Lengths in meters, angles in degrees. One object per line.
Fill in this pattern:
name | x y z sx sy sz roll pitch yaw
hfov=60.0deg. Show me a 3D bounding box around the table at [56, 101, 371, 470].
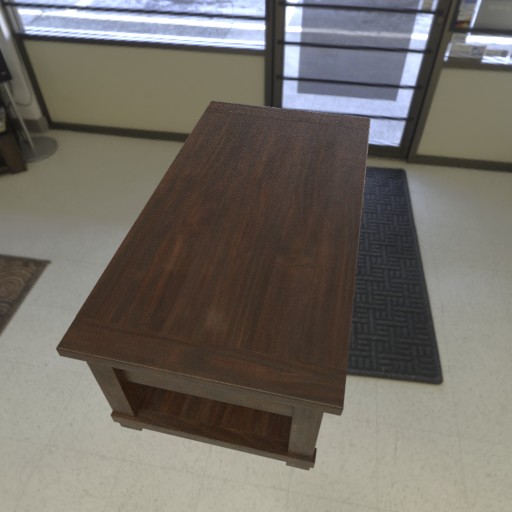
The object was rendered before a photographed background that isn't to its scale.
table | 0.000 0.000 1.602 0.700 0.494 1.270 9 47 9
